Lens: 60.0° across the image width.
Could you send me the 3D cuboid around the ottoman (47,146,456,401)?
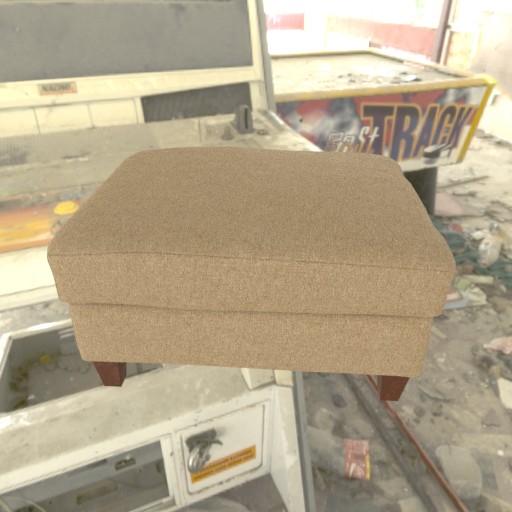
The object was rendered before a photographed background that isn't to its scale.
[{"bbox_3d":[0.000,0.000,1.304,0.889,0.511,0.692,2,31,3],"label":"ottoman"}]
